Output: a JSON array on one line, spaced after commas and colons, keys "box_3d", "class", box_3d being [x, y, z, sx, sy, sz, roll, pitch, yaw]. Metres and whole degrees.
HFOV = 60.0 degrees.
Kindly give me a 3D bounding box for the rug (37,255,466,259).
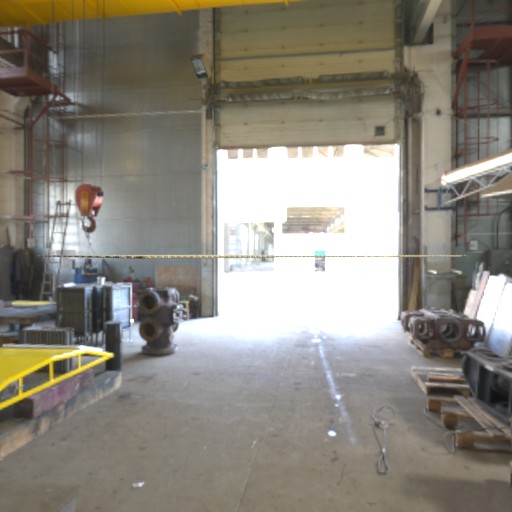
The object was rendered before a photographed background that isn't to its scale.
[{"box_3d": [0.000, 0.000, 2.232, 1.802, 0.008, 1.247, 0, 0, -36], "class": "rug"}]
